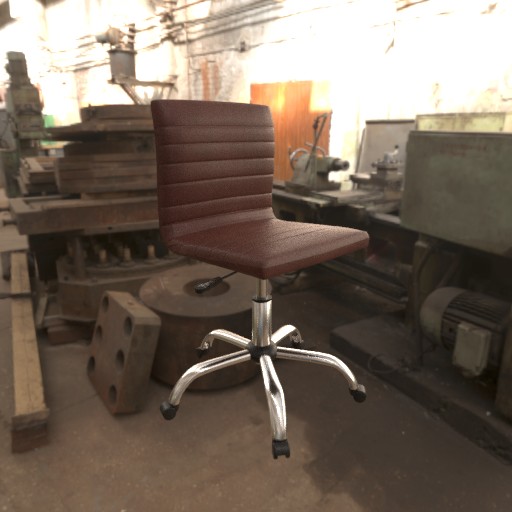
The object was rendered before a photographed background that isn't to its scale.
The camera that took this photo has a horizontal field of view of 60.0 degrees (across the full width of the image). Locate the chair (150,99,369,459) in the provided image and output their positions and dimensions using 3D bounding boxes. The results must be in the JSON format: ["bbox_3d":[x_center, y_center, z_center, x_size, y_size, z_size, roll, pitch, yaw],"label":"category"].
[{"bbox_3d":[0.000,0.000,1.162,0.556,0.780,0.530,-15,22,-42],"label":"chair"}]
